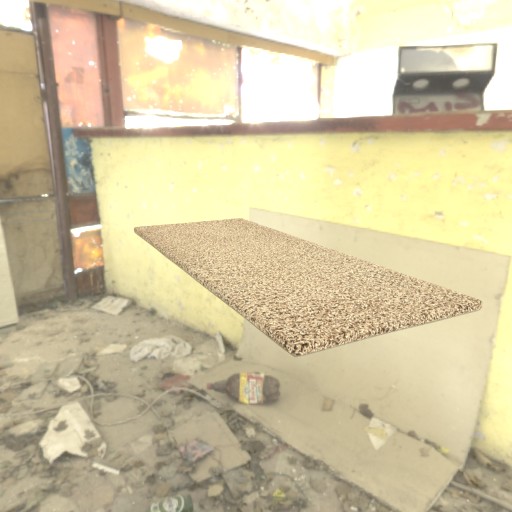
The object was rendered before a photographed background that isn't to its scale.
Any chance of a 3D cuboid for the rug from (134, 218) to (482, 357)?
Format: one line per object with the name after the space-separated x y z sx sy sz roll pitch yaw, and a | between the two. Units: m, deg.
0.000 0.000 1.723 0.609 0.030 1.524 -7 16 -27 | rug
